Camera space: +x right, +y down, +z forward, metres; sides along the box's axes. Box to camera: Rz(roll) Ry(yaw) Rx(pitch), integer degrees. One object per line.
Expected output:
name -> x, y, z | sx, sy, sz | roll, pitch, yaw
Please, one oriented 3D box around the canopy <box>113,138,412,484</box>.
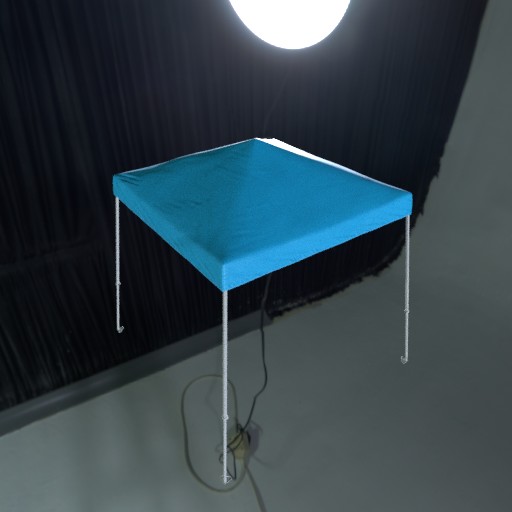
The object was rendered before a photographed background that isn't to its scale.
canopy -> 0.000, 0.000, 5.320 | 2.848, 2.849, 2.849 | -21, 37, -30
